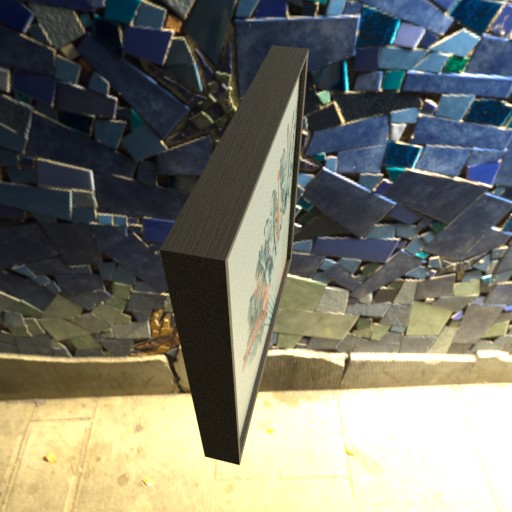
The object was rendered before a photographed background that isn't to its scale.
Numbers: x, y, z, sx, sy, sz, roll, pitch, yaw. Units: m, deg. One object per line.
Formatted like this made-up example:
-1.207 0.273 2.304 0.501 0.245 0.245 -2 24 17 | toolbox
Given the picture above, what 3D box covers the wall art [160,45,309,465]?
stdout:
0.000 0.000 0.454 0.038 0.303 0.304 10 46 9 | wall art
